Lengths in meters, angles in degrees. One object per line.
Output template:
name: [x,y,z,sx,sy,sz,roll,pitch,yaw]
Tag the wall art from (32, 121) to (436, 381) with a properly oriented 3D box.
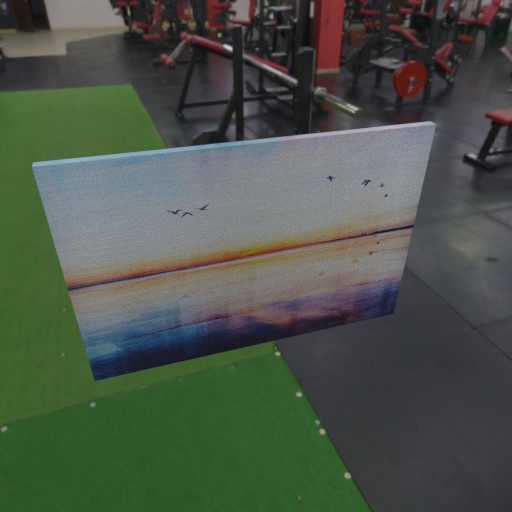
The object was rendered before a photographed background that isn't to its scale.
wall art: [0.000,0.000,1.425,1.137,0.756,0.034,-10,35,-14]
